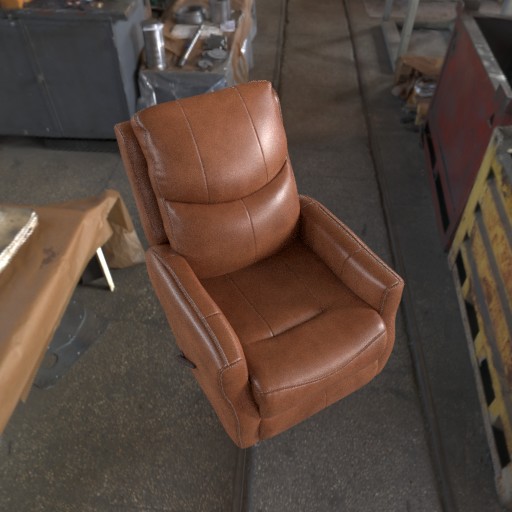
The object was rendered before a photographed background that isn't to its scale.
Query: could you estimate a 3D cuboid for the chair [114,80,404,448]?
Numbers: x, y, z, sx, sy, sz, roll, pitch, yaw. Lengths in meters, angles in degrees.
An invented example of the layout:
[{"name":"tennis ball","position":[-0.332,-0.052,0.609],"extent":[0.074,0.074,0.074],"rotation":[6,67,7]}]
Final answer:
[{"name":"chair","position":[0.000,0.000,1.764],"extent":[0.821,1.016,1.072],"rotation":[-22,50,-20]}]
